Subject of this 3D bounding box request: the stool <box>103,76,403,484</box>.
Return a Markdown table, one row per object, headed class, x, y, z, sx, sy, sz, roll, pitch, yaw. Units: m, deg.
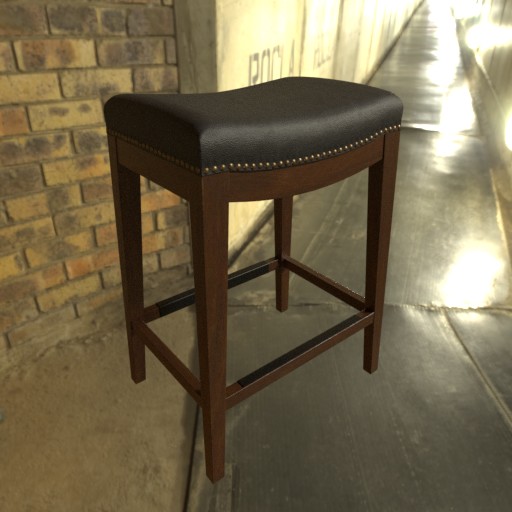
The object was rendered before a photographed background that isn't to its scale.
| class | x | y | z | sx | sy | sz | roll | pitch | yaw |
| --- | --- | --- | --- | --- | --- | --- | --- | --- | --- |
| stool | 0.000 | 0.000 | 0.929 | 0.490 | 0.664 | 0.353 | -21 | 35 | -33 |
